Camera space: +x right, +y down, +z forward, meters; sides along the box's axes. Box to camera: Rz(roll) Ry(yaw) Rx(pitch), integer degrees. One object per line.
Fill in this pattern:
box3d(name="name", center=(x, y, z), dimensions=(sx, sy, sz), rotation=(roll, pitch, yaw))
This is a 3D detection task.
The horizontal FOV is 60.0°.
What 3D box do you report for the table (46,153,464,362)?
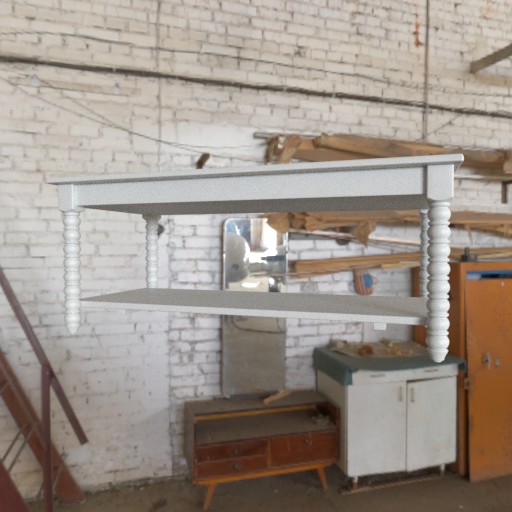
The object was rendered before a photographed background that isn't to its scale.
box3d(name="table", center=(0.000, 0.000, 1.452), dimensions=(1.171, 0.487, 0.580), rotation=(1, 2, 18))
